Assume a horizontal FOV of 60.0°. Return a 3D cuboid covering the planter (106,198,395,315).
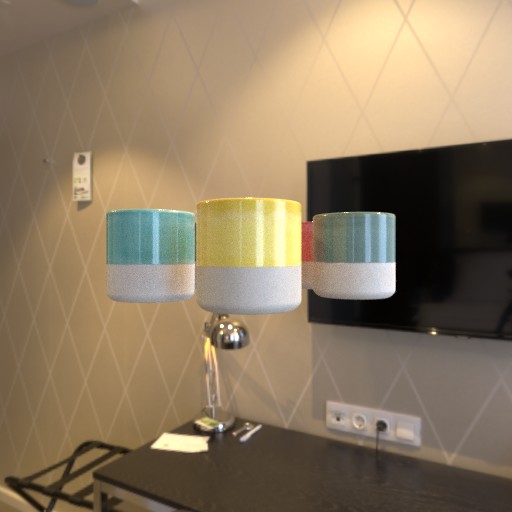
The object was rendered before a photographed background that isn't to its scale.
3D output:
[{"bbox_3d":[0.000,0.000,0.424,0.257,0.075,0.286,0,0,0],"label":"planter"}]
